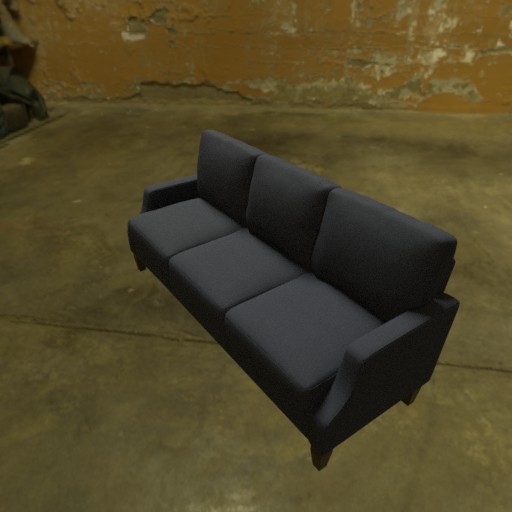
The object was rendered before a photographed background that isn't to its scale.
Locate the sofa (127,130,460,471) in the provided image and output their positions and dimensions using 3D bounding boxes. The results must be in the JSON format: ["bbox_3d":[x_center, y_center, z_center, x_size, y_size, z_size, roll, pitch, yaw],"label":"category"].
[{"bbox_3d":[0.000,0.000,2.630,0.888,0.984,2.115,-20,37,-30],"label":"sofa"}]
